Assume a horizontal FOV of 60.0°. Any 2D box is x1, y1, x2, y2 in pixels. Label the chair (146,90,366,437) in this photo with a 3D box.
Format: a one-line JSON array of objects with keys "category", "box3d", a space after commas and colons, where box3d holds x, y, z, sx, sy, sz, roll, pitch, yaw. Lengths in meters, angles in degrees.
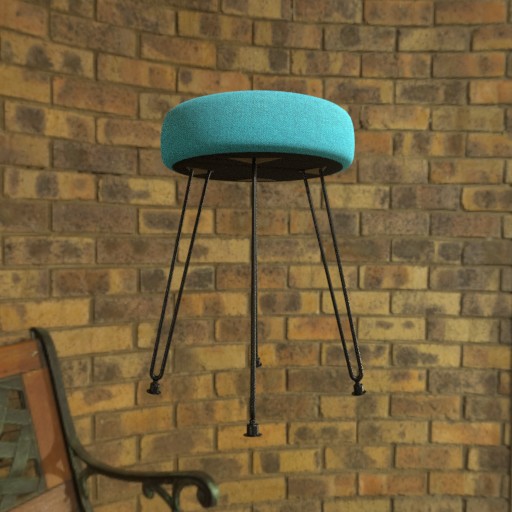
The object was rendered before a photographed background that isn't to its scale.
[{"category": "chair", "box3d": [0.000, 0.000, 0.704, 0.350, 0.440, 0.350, 0, 1, 1]}]
